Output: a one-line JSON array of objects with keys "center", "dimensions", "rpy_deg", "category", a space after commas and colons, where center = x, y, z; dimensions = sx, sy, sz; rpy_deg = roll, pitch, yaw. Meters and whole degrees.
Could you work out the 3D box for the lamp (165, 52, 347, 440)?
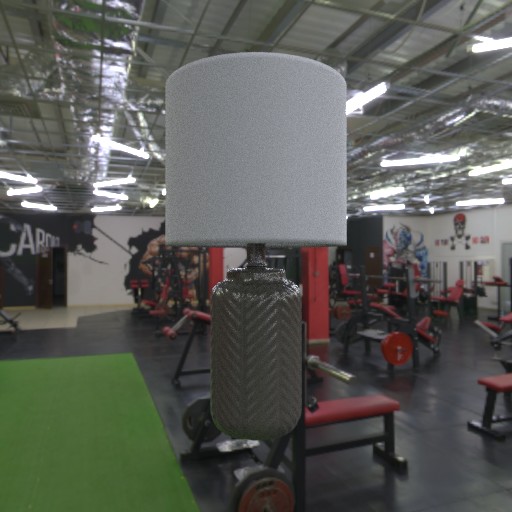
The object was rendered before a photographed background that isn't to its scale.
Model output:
[{"center": [0.000, 0.000, 0.507], "dimensions": [0.203, 0.389, 0.203], "rpy_deg": [0, 0, -18], "category": "lamp"}]
